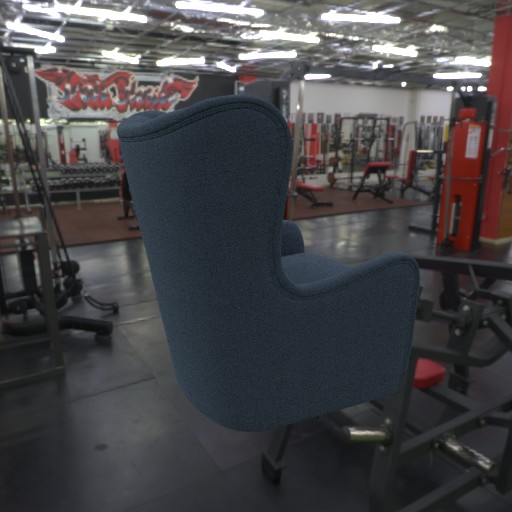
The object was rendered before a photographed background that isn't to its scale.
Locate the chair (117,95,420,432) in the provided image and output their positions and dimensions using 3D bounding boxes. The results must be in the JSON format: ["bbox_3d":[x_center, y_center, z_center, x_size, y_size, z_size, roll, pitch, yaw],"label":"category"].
[{"bbox_3d":[0.000,0.000,1.689,0.930,1.079,0.831,-8,17,-27],"label":"chair"}]
